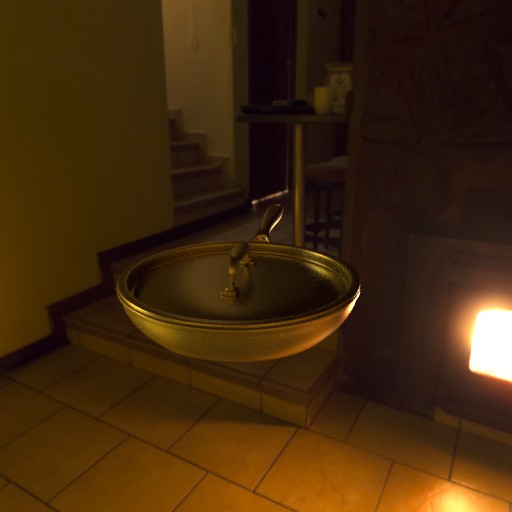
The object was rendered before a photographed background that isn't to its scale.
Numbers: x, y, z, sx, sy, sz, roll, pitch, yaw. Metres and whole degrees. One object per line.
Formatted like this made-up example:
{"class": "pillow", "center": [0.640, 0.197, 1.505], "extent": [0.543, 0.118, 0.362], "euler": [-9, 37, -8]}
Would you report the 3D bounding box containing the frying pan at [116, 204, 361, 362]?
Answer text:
{"class": "frying pan", "center": [0.000, 0.000, 0.616], "extent": [0.272, 0.086, 0.490], "euler": [3, 18, 9]}
